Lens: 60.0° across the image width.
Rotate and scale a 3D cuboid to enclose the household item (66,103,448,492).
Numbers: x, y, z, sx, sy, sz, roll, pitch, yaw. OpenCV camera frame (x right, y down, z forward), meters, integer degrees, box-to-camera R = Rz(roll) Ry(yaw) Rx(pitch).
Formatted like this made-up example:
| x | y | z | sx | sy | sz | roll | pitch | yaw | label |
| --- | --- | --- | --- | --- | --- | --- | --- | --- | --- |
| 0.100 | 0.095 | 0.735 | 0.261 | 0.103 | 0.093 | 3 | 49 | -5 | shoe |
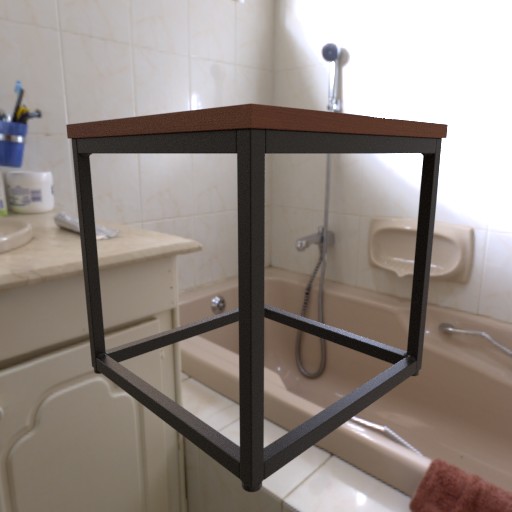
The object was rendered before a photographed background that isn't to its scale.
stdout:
| x | y | z | sx | sy | sz | roll | pitch | yaw | label |
| --- | --- | --- | --- | --- | --- | --- | --- | --- | --- |
| 0.000 | 0.000 | 0.701 | 0.400 | 0.400 | 0.400 | -12 | 18 | -43 | household item |
